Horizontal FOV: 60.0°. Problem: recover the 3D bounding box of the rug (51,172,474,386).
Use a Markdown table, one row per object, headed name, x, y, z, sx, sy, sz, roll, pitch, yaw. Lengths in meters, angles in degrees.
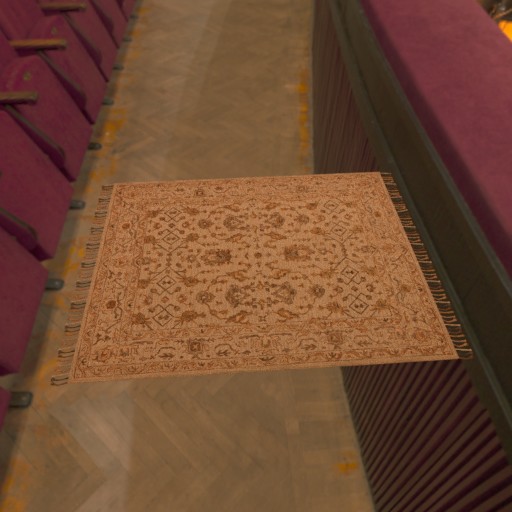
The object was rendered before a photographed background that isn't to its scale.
| name | x | y | z | sx | sy | sz | roll | pitch | yaw |
| --- | --- | --- | --- | --- | --- | --- | --- | --- | --- |
| rug | 0.000 | 0.000 | 2.220 | 1.726 | 0.009 | 1.278 | -3 | 47 | -3 |
